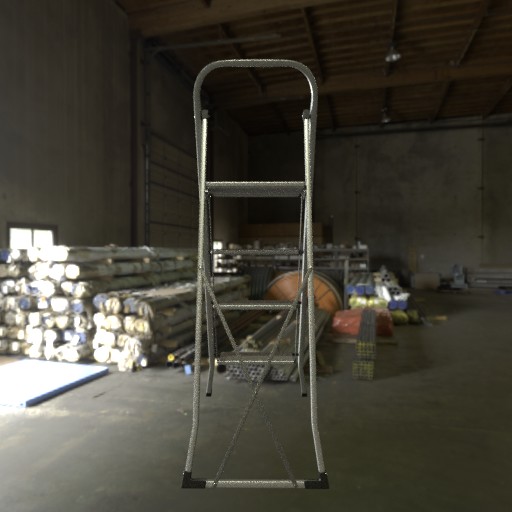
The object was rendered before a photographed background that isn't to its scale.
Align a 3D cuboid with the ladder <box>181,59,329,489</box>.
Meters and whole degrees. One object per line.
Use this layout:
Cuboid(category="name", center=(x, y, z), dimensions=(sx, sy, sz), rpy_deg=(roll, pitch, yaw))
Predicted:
Cuboid(category="ladder", center=(0.000, 0.000, 1.634), dimensions=(0.465, 1.290, 0.830), rpy_deg=(0, 1, 0))
